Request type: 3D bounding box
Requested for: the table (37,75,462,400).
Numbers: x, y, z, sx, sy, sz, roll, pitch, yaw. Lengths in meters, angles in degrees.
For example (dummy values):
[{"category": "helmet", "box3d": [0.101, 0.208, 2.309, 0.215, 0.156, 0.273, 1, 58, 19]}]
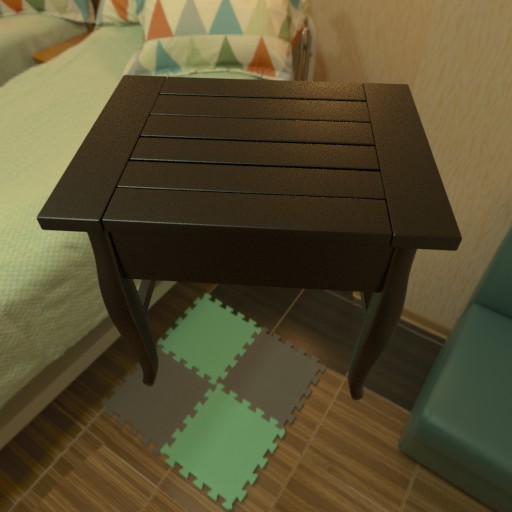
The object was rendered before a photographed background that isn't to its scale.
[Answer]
[{"category": "table", "box3d": [0.000, 0.000, 0.998, 0.602, 0.604, 0.460, 3, 47, 3]}]
